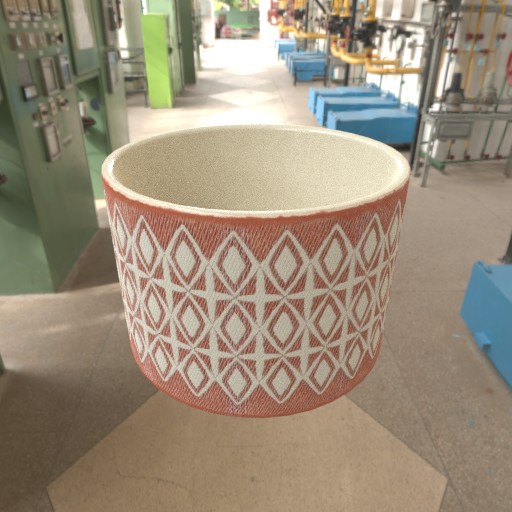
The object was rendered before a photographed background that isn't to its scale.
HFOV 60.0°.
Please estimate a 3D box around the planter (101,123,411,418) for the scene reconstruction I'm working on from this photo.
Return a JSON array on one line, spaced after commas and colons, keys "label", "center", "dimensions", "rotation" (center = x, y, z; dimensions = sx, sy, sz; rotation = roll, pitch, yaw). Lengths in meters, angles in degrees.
[{"label": "planter", "center": [0.000, 0.000, 0.322], "dimensions": [0.192, 0.148, 0.192], "rotation": [0, 29, 0]}]
